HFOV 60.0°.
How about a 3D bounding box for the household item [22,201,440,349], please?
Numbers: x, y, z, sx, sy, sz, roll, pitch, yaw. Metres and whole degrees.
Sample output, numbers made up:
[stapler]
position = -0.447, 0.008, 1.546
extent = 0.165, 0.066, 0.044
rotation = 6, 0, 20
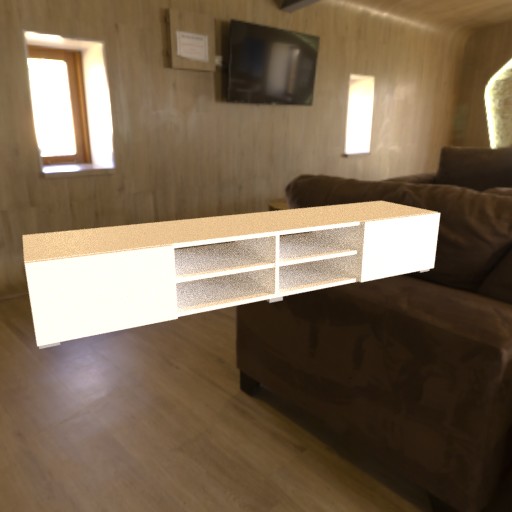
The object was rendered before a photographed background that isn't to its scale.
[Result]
[household item]
position = 0.000, 0.000, 2.016
extent = 1.850, 0.310, 0.420
rotation = -8, 18, -26
